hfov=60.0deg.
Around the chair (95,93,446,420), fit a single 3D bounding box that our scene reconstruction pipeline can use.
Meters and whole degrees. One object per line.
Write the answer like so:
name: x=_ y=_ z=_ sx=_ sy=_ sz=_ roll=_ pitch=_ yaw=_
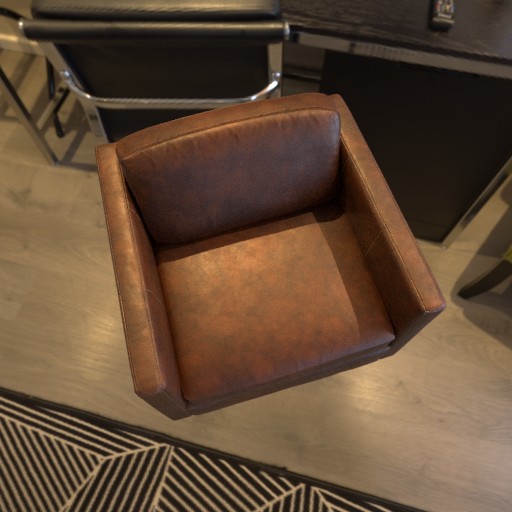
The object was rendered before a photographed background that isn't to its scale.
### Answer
chair: x=0.000 y=0.000 z=1.753 sx=0.990 sy=0.864 sz=0.975 roll=-15 pitch=64 yaw=-7
